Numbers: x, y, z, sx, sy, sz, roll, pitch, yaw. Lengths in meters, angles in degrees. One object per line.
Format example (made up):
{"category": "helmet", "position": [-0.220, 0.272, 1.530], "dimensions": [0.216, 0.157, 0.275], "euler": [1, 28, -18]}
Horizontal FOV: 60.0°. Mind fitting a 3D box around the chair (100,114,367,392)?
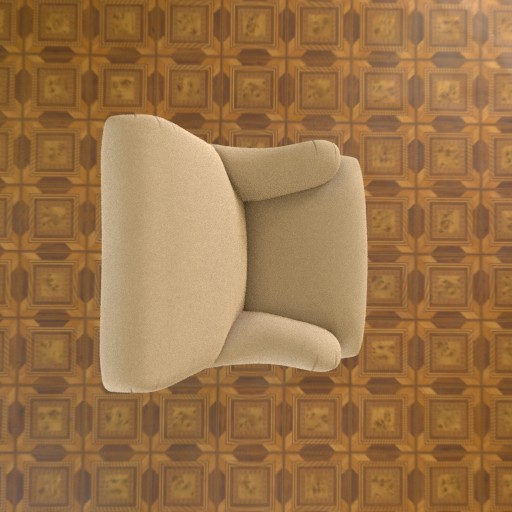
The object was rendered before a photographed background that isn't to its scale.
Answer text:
{"category": "chair", "position": [0.000, 0.000, 1.578], "dimensions": [0.842, 0.942, 0.766], "euler": [0, 89, -1]}
